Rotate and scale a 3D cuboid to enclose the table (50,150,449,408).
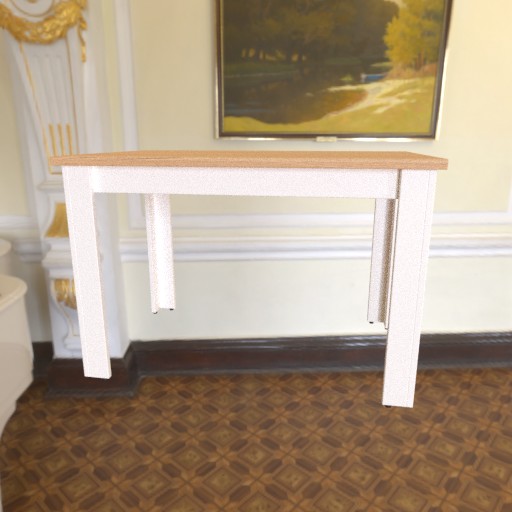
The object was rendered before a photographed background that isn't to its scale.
[{"bbox_3d":[0.000,0.000,1.627,1.100,0.734,0.700,3,15,9],"label":"table"}]
